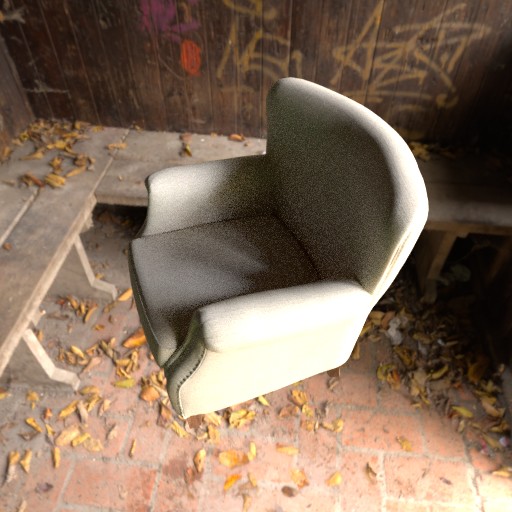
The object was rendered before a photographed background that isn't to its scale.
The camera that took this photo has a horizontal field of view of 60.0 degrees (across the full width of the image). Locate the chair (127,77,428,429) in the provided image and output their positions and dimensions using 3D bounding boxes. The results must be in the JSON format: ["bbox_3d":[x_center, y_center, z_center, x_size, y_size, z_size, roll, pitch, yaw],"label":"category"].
[{"bbox_3d":[0.000,0.000,1.635,0.921,0.936,0.861,-16,49,-15],"label":"chair"}]
